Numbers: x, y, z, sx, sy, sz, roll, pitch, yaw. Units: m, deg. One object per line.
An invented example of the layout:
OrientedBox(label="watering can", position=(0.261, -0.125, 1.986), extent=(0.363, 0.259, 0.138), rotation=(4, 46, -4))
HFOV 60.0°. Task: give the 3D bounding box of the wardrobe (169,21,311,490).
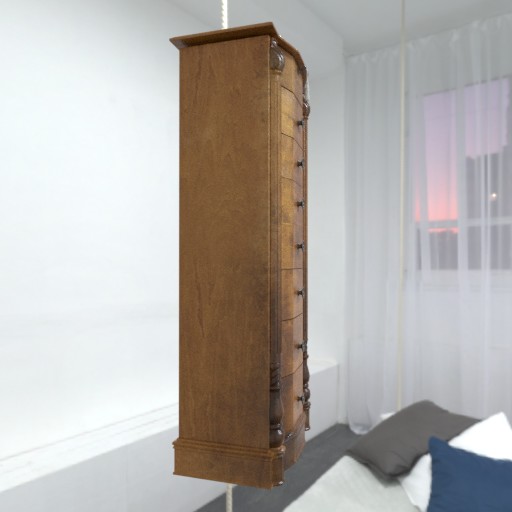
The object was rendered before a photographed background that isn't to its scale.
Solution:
OrientedBox(label="wardrobe", position=(0.000, 0.000, 1.120), extent=(0.273, 0.959, 0.406), rotation=(0, -1, 17))
